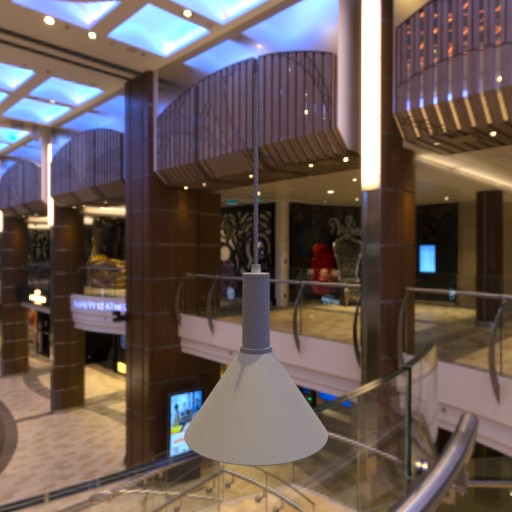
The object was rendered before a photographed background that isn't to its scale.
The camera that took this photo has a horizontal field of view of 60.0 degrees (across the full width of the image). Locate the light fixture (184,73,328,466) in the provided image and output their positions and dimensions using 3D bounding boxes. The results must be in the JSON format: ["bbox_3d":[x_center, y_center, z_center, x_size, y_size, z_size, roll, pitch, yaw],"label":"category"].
[{"bbox_3d":[0.000,0.000,0.831,0.267,0.683,0.267,0,0,0],"label":"light fixture"}]
